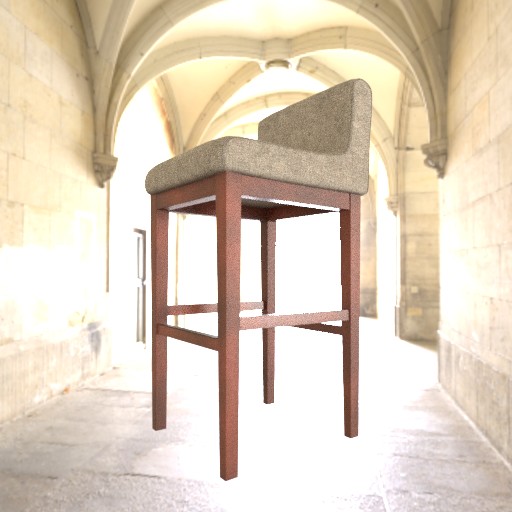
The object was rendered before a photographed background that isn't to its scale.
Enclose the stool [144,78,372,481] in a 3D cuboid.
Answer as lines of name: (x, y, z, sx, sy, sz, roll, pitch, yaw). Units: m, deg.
stool: (0.000, 0.000, 1.228, 0.499, 0.965, 0.426, 1, -2, -36)
